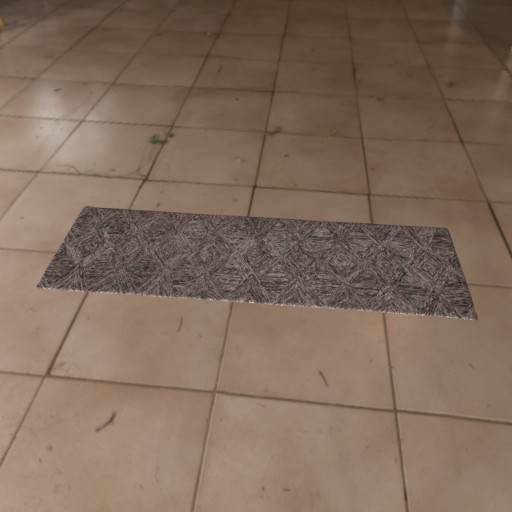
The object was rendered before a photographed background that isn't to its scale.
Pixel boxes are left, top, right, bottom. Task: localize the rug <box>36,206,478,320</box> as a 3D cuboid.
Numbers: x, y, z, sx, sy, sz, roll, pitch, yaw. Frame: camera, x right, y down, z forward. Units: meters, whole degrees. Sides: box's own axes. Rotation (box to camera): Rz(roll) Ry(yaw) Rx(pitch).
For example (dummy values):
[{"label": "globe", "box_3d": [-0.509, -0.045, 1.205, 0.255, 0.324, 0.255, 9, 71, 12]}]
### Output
[{"label": "rug", "box_3d": [0.000, 0.000, 2.544, 2.305, 0.013, 0.719, 4, 44, 4]}]
